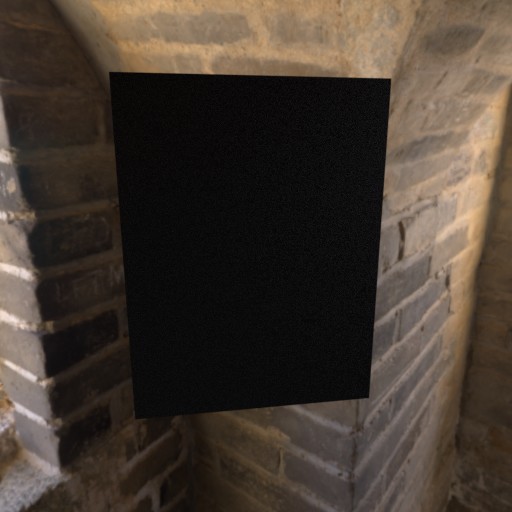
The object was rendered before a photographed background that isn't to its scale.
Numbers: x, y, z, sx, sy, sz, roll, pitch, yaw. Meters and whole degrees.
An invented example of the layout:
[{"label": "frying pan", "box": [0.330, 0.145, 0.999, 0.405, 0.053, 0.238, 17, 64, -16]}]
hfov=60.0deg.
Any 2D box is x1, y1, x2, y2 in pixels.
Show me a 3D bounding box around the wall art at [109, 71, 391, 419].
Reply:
[{"label": "wall art", "box": [0.000, 0.000, 1.399, 0.806, 1.062, 0.038, -2, 14, -9]}]
